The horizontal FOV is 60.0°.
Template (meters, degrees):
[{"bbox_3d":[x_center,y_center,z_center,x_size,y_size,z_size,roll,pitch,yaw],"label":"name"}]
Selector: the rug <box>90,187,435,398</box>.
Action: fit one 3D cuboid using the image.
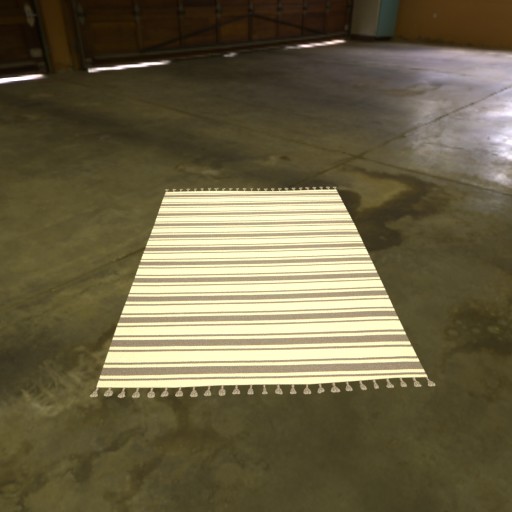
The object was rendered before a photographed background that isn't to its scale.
[{"bbox_3d":[0.000,0.000,3.020,1.563,0.014,2.425,-1,31,-2],"label":"rug"}]
